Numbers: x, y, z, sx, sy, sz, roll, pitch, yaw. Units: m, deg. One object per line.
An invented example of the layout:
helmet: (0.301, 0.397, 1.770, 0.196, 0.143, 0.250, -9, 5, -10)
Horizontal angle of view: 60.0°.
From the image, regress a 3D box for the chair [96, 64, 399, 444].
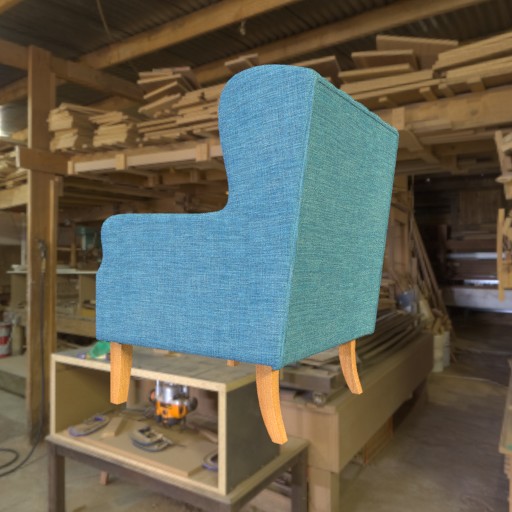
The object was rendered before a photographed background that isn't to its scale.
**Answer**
chair: (0.000, 0.000, 1.495, 0.775, 0.952, 0.711, 0, 0, 36)
